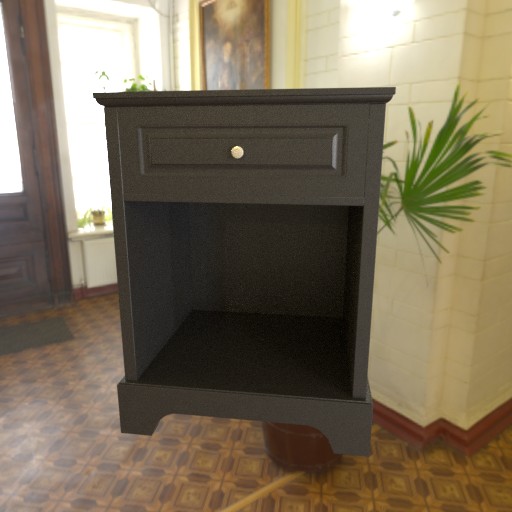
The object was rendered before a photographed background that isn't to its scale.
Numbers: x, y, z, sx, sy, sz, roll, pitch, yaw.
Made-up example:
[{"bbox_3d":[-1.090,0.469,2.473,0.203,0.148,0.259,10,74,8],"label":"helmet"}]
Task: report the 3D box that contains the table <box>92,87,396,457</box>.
[{"bbox_3d":[0.000,0.000,0.924,0.460,0.610,0.399,2,14,8],"label":"table"}]
